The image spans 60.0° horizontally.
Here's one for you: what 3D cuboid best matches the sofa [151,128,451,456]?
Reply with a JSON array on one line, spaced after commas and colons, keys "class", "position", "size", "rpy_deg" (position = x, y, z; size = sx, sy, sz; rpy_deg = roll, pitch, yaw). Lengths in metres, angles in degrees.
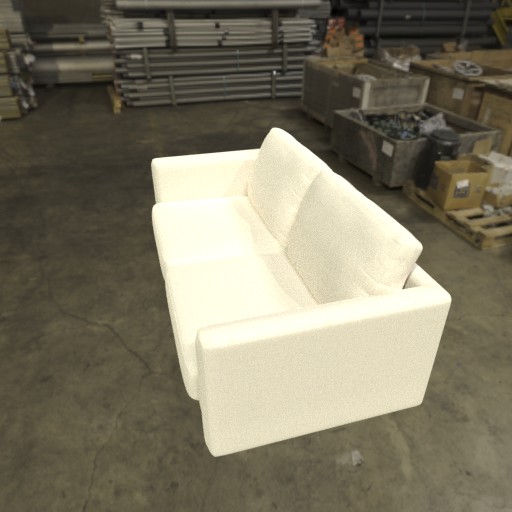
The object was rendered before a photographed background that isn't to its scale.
[{"class": "sofa", "position": [0.000, 0.000, 2.242], "size": [0.940, 0.893, 1.713], "rpy_deg": [-9, 32, -14]}]
